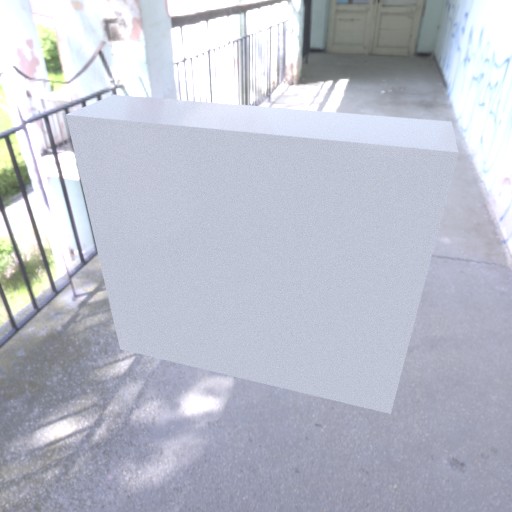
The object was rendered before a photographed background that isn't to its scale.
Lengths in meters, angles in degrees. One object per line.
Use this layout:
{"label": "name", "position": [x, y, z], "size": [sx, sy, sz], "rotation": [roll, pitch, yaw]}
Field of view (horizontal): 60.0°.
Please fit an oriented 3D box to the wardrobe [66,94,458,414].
{"label": "wardrobe", "position": [0.000, 0.000, 1.925], "size": [1.340, 1.200, 0.360], "rotation": [9, 34, 14]}
